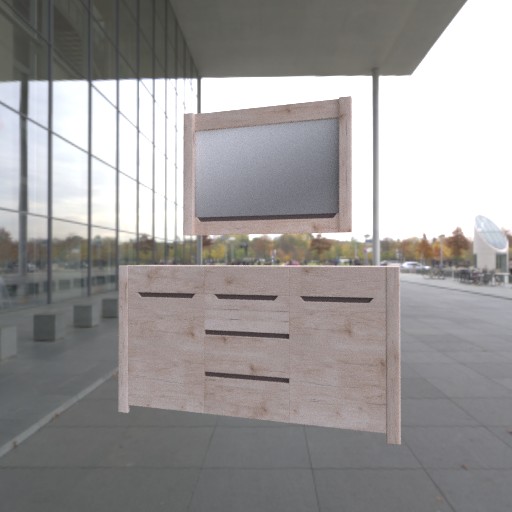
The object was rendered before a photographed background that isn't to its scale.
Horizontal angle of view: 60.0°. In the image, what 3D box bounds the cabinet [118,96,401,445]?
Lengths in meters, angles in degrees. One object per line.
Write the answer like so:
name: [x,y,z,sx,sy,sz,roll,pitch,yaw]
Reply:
cabinet: [0.000,0.000,2.762,1.700,1.981,0.420,0,-1,17]
